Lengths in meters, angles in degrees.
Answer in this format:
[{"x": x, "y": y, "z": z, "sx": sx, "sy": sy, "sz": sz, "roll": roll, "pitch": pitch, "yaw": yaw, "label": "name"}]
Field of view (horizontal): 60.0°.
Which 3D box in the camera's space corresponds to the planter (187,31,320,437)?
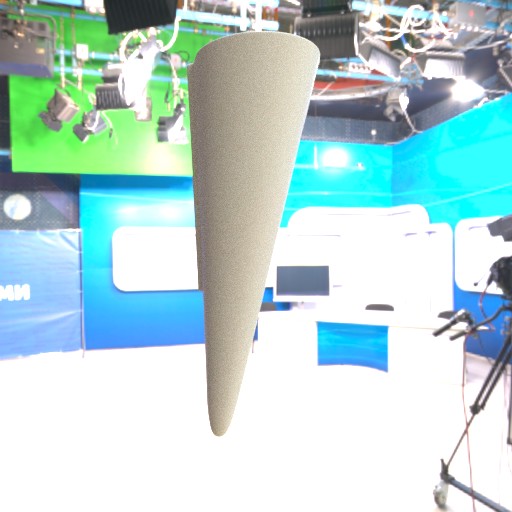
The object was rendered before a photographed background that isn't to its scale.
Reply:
[{"x": 0.000, "y": 0.000, "z": 0.220, "sx": 0.064, "sy": 0.193, "sz": 0.057, "roll": 1, "pitch": 1, "yaw": 36, "label": "planter"}]
